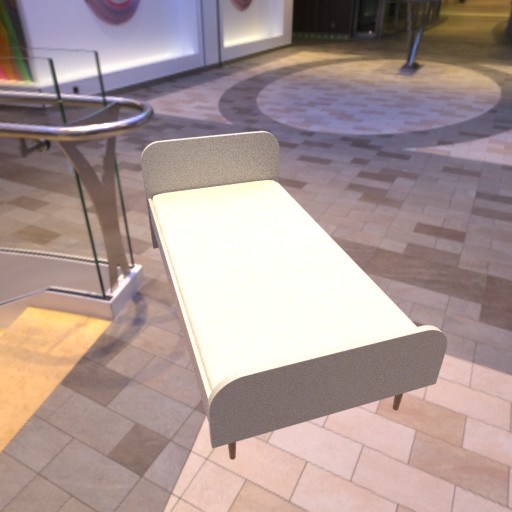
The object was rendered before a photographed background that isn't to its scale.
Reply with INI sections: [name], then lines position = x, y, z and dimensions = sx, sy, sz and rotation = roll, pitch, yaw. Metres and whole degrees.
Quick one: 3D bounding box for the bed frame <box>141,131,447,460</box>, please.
[bed frame]
position = 0.000, 0.000, 2.494
dimensions = 0.998, 0.805, 1.963
rotation = -10, 33, -16
